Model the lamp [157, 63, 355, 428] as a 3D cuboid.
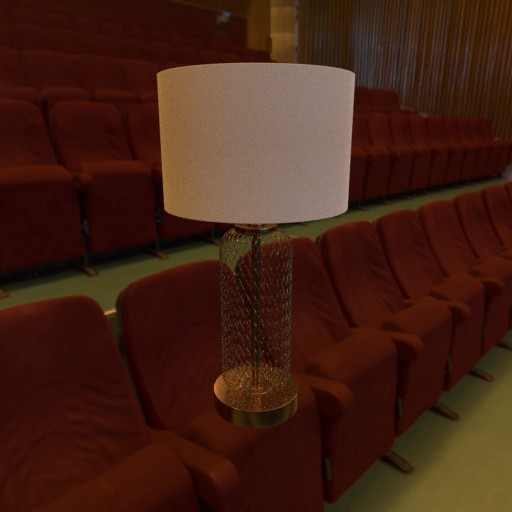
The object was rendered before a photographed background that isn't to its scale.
[{"bbox_3d":[0.000,0.000,0.642,0.252,0.483,0.252,15,22,43],"label":"lamp"}]
